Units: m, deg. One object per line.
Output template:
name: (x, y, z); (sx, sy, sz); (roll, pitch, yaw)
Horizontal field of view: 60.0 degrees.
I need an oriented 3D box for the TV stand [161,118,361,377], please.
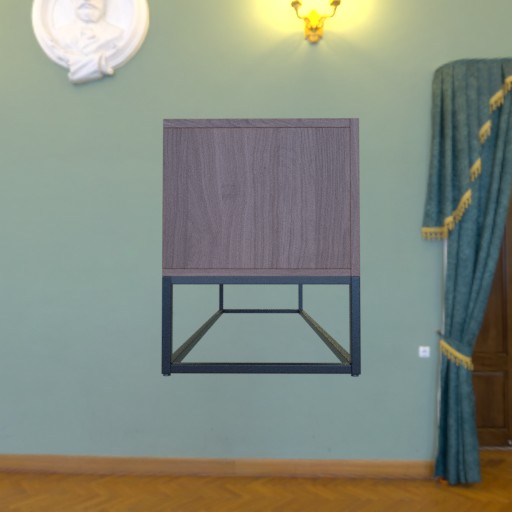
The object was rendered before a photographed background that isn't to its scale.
TV stand: (0.000, 0.000, 1.455); (0.415, 0.500, 1.200); (0, -2, 1)
